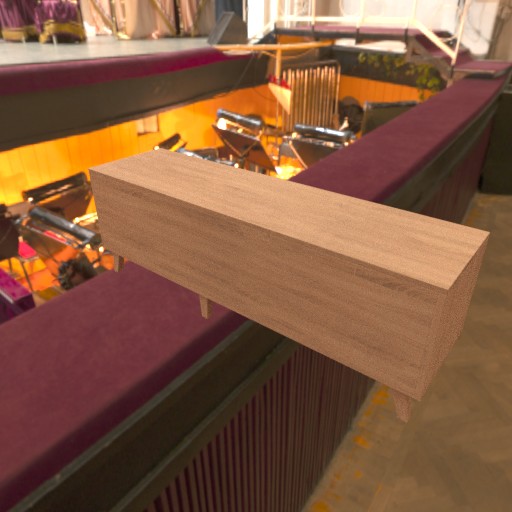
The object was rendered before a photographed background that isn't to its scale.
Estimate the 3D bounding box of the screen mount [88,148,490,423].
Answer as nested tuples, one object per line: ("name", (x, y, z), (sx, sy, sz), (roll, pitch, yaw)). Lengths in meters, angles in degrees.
("screen mount", (0.000, 0.000, 1.742), (1.500, 0.510, 0.400), (21, 36, 33))
